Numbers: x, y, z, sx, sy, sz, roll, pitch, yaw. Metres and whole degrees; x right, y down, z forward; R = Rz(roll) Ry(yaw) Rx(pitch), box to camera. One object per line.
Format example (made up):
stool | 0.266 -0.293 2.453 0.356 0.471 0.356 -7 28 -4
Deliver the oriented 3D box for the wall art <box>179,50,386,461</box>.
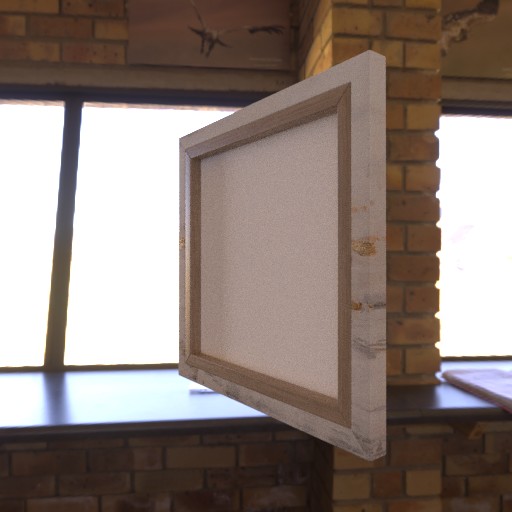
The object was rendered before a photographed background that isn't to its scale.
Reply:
wall art | 0.000 0.000 0.913 0.040 0.613 0.611 0 0 -37
